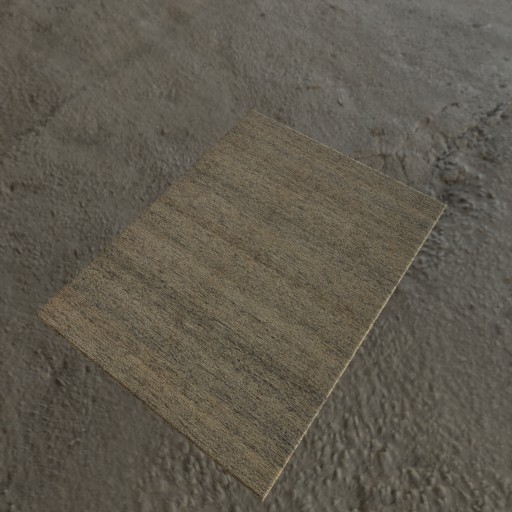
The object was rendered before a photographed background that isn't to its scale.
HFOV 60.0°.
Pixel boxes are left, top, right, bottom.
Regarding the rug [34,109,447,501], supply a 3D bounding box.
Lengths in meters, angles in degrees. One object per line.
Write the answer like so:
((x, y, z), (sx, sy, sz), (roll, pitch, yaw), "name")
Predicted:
((0.000, 0.000, 4.130), (2.414, 0.036, 3.199), (32, 64, 18), "rug")
